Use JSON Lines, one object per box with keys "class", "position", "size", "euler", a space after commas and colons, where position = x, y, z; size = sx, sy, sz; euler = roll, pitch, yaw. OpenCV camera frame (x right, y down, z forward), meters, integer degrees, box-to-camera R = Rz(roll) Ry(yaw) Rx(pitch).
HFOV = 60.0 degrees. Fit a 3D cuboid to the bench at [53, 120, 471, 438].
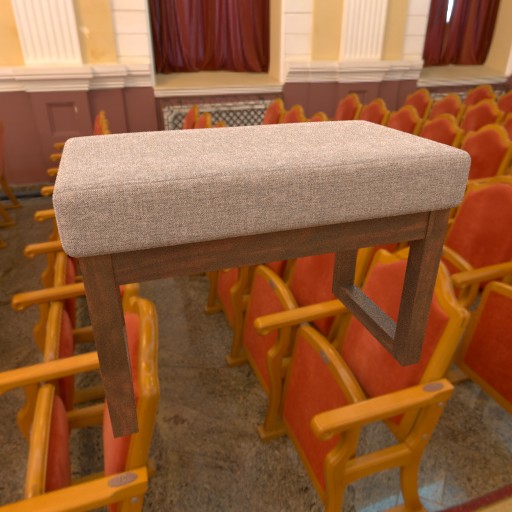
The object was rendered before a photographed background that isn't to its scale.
{"class": "bench", "position": [0.000, 0.000, 0.917], "size": [0.681, 0.467, 0.366], "euler": [-8, 27, -17]}
